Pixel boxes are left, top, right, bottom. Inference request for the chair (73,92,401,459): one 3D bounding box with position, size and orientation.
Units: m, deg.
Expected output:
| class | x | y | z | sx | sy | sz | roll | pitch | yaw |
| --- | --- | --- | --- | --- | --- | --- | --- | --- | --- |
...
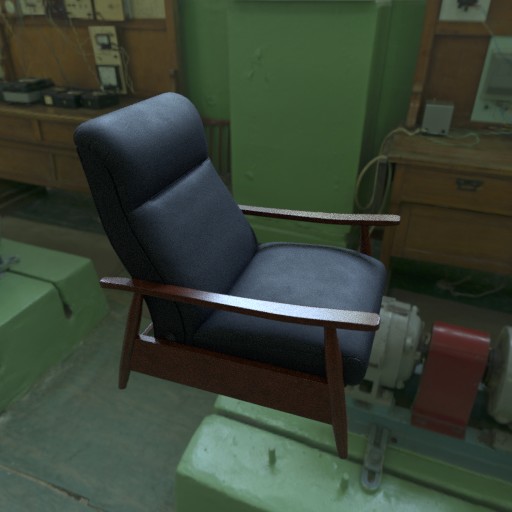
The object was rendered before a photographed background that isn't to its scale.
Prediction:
| class | x | y | z | sx | sy | sz | roll | pitch | yaw |
| --- | --- | --- | --- | --- | --- | --- | --- | --- | --- |
| chair | 0.000 | 0.000 | 1.736 | 1.014 | 1.082 | 0.762 | 11 | 33 | 17 |
